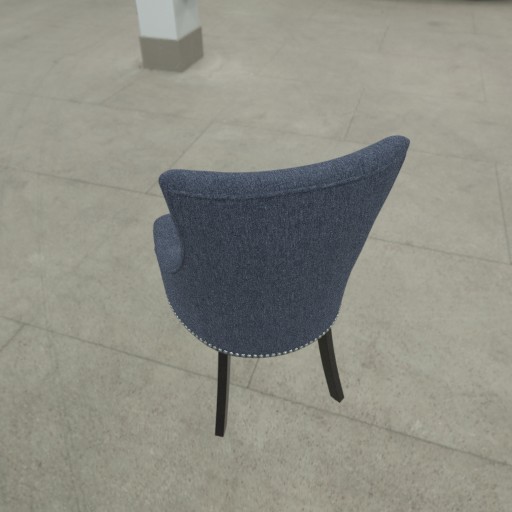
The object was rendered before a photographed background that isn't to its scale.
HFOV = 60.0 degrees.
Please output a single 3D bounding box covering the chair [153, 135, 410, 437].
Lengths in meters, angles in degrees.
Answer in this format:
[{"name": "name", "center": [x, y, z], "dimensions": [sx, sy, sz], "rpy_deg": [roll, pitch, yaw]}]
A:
[{"name": "chair", "center": [0.000, 0.000, 1.306], "dimensions": [0.566, 0.909, 0.629], "rpy_deg": [-12, 43, -13]}]
